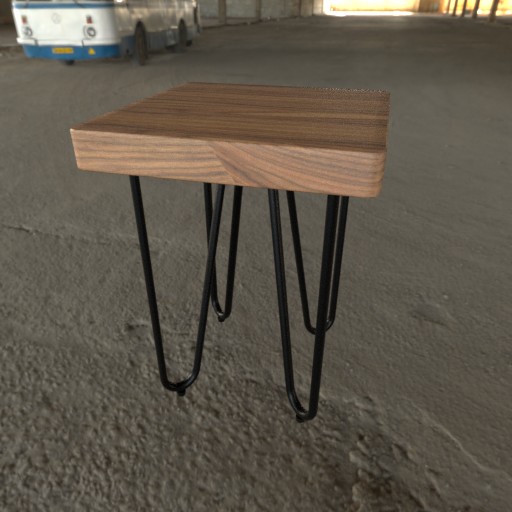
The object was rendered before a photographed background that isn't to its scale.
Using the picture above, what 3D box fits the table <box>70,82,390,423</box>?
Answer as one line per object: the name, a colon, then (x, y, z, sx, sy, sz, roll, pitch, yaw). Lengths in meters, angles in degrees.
table: (0.000, 0.000, 0.984, 0.480, 0.641, 0.479, 8, 31, 13)
